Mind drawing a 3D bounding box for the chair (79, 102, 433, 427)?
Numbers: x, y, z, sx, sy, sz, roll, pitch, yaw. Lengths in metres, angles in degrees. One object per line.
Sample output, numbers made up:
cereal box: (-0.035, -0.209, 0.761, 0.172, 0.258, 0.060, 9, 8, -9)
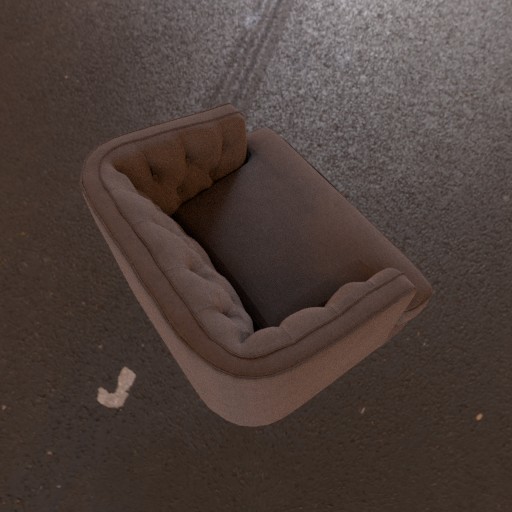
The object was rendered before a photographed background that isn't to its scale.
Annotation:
chair: (0.000, 0.000, 1.781, 0.941, 0.852, 1.104, -32, 64, -17)
